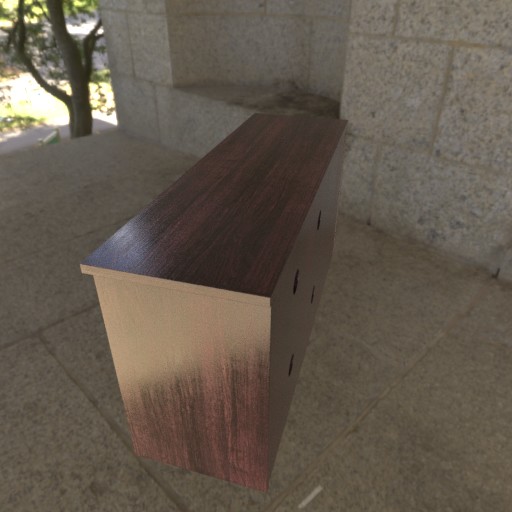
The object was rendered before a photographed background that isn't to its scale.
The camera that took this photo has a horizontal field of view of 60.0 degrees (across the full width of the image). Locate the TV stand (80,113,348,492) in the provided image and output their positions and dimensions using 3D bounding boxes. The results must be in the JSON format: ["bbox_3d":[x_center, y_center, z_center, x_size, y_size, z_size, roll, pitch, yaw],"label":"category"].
[{"bbox_3d":[0.000,0.000,1.463,0.404,0.614,1.192,9,33,14],"label":"TV stand"}]
